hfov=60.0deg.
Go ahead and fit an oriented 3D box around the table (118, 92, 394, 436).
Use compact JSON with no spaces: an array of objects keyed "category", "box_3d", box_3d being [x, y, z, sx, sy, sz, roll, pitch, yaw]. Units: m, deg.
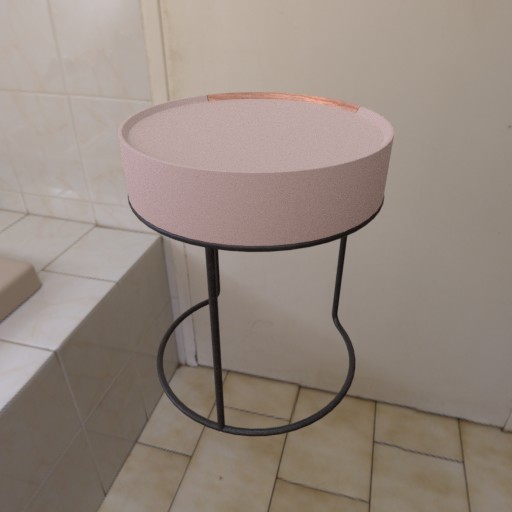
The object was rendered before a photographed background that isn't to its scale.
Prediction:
[{"category":"table","box_3d":[0.000,0.000,0.883,0.450,0.530,0.450,0,32,0]}]
